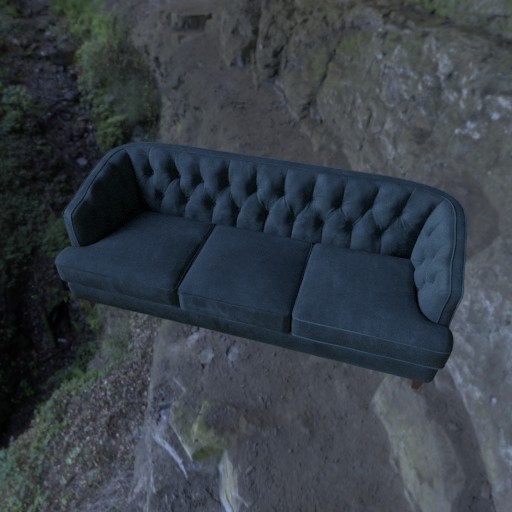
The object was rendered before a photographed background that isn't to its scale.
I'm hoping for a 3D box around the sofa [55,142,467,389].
[{"bbox_3d":[0.000,0.000,2.729,2.278,0.855,0.941,11,43,12],"label":"sofa"}]
